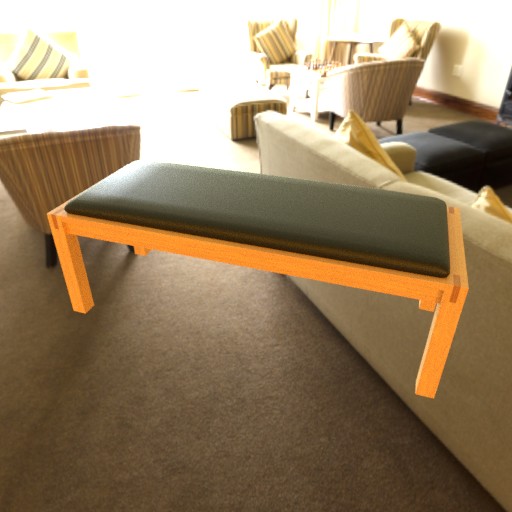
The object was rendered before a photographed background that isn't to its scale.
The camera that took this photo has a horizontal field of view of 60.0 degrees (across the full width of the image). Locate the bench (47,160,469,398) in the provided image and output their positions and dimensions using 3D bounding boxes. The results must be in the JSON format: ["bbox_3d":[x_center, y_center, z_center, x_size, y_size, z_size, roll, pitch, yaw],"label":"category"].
[{"bbox_3d":[0.000,0.000,1.463,1.202,0.430,0.450,10,33,16],"label":"bench"}]
